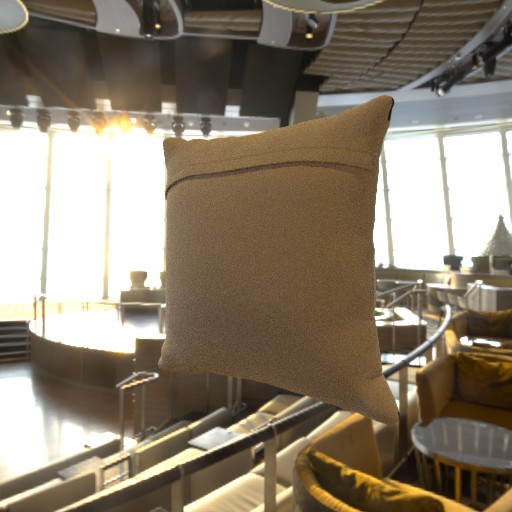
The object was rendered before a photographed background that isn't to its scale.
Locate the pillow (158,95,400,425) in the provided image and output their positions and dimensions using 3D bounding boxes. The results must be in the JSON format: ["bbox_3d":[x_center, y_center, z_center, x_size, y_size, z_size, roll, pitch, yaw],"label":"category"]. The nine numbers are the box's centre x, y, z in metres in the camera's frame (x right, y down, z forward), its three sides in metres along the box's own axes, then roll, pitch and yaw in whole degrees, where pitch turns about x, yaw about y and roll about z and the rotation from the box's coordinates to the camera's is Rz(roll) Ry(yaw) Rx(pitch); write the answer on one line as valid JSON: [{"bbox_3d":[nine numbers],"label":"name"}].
[{"bbox_3d":[0.000,0.000,0.820,0.536,0.506,0.229,1,1,37],"label":"pillow"}]
